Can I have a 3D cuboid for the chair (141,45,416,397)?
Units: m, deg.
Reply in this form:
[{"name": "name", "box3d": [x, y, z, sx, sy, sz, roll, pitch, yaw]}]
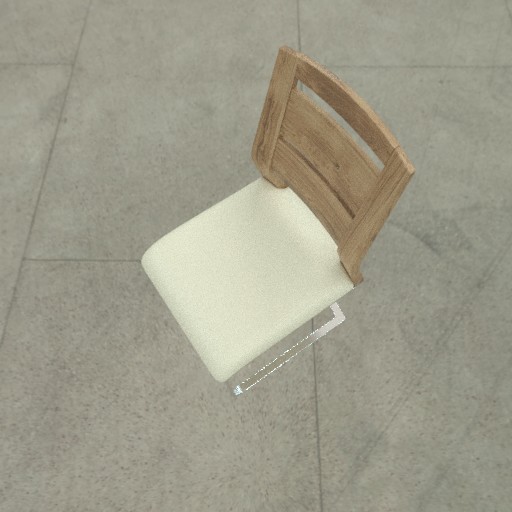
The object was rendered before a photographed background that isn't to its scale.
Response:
[{"name": "chair", "box3d": [0.000, 0.000, 1.266, 0.561, 0.955, 0.457, -32, 68, -14]}]
